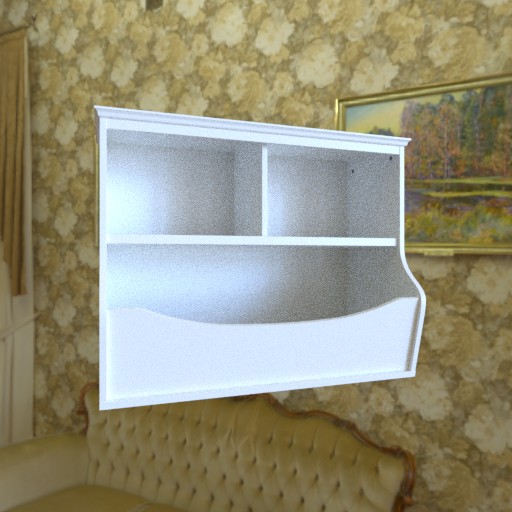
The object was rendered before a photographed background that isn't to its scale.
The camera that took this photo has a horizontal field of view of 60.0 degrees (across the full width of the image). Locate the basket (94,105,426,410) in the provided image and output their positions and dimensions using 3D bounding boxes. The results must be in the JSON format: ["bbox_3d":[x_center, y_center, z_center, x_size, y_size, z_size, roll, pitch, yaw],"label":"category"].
[{"bbox_3d":[0.000,0.000,1.161,0.792,0.625,0.376,0,0,-19],"label":"basket"}]
